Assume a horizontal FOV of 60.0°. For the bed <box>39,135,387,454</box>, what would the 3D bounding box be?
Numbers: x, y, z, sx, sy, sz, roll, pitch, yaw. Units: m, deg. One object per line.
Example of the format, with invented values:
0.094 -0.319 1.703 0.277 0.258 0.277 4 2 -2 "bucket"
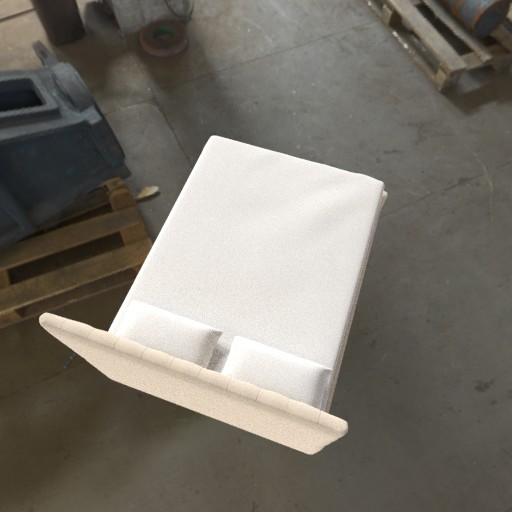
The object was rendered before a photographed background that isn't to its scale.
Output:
0.000 0.000 3.307 1.696 1.426 2.233 17 64 9 "bed"
